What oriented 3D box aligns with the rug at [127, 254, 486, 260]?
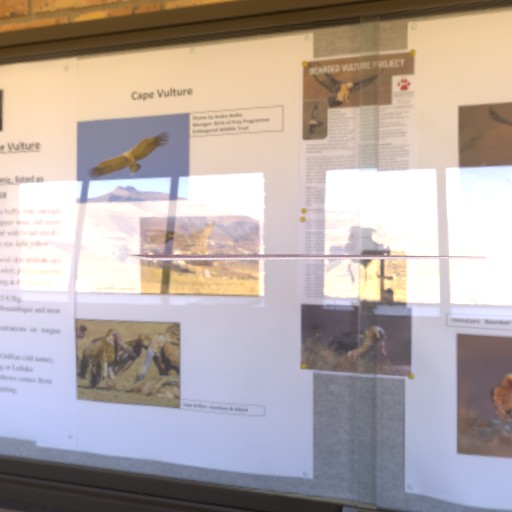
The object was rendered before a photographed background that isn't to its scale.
[{"bbox_3d":[0.000,0.000,3.729,2.005,0.014,2.878,0,1,-18],"label":"rug"}]
